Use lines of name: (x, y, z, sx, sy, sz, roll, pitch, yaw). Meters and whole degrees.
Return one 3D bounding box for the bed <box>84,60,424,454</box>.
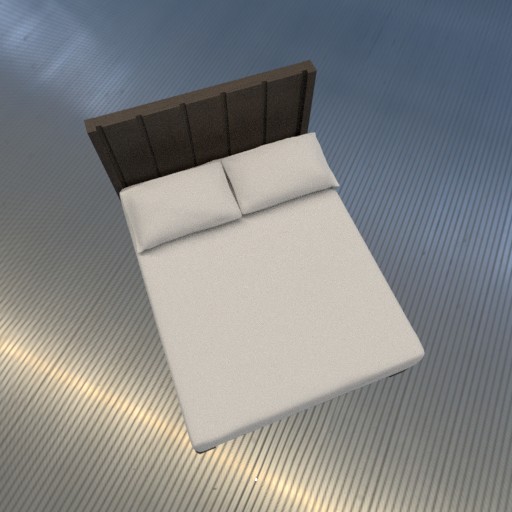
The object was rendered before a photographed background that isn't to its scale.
bed: (0.000, 0.000, 3.330, 1.727, 1.270, 2.242, -19, 65, -9)
